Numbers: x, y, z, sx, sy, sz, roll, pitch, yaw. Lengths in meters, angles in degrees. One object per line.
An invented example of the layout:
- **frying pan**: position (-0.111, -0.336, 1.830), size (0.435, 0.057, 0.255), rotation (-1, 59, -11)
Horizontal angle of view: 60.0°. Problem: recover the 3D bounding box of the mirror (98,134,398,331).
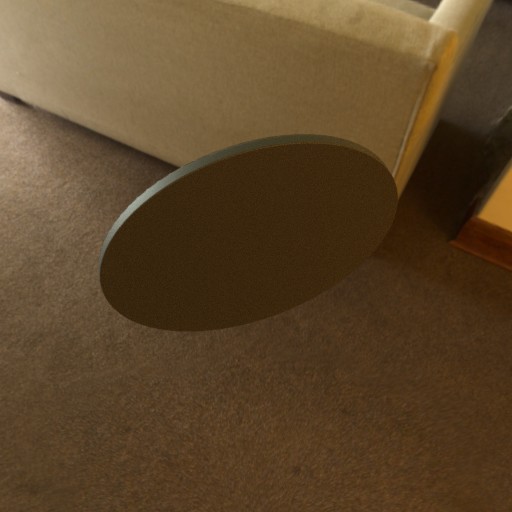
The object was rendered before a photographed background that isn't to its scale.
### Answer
- **mirror**: position (0.000, 0.000, 1.602), size (1.077, 1.077, 0.036), rotation (-15, 59, -9)
